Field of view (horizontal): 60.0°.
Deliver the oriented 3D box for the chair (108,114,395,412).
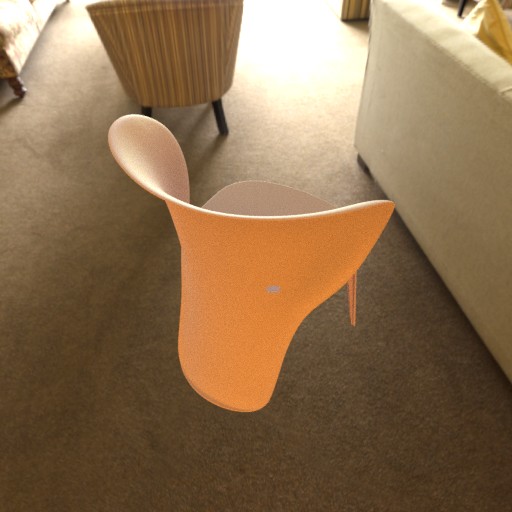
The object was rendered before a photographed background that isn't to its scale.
[{"bbox_3d":[0.000,0.000,0.865,0.451,0.554,0.402,24,50,22],"label":"chair"}]
